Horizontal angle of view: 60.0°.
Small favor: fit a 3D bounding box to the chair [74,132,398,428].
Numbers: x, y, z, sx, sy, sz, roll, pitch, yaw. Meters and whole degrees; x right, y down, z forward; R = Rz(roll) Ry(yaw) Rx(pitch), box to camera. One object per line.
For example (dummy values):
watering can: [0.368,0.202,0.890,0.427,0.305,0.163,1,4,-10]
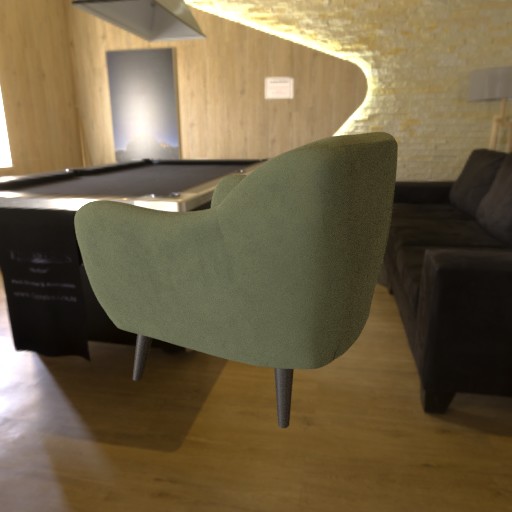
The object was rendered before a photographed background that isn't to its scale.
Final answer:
chair: [0.000,0.000,1.487,0.819,0.804,0.840,8,18,26]
